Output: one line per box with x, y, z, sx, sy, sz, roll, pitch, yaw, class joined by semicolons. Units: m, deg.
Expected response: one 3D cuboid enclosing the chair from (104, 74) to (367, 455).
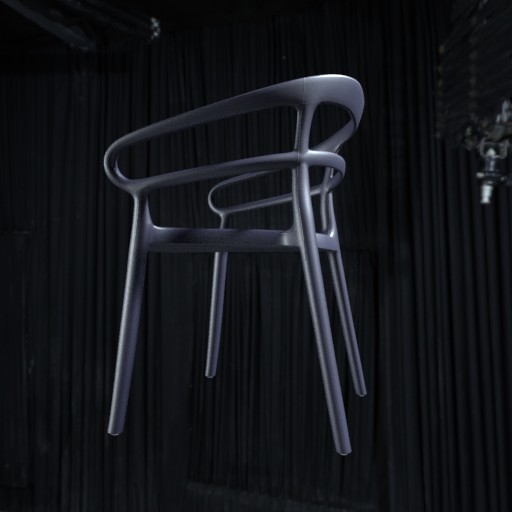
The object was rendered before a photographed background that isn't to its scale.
0.000;0.000;1.110;0.527;0.761;0.559;0;-1;18;chair
